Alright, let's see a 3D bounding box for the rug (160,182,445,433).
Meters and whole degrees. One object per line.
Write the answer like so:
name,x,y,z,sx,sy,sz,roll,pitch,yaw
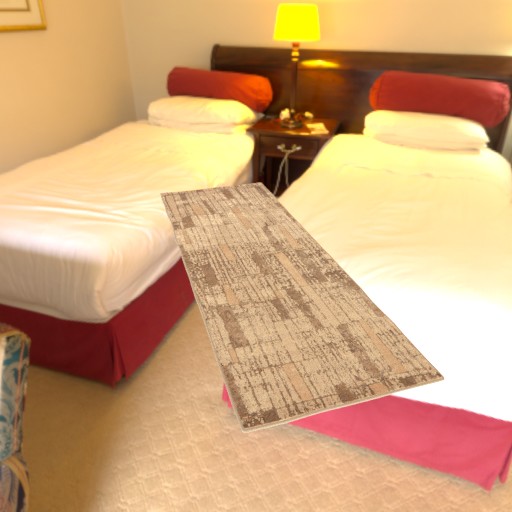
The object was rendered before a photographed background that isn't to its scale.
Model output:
rug,0.000,0.000,2.650,0.857,0.018,2.383,-9,31,-15
